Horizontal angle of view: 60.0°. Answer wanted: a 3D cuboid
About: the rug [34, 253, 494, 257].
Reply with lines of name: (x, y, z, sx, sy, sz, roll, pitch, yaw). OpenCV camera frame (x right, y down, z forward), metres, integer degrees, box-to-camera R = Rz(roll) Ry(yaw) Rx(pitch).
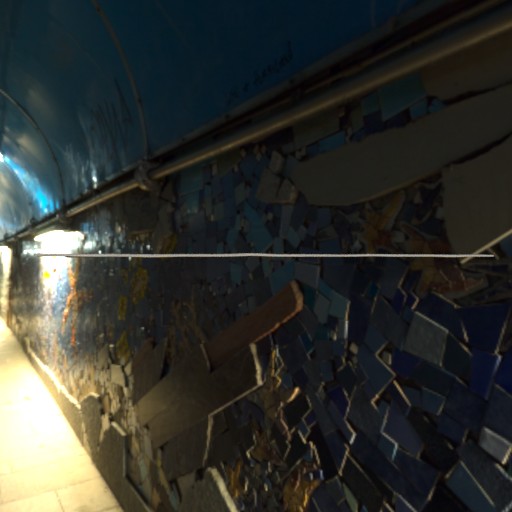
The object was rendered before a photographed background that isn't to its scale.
rug: (0.000, 0.000, 2.952, 2.444, 0.023, 1.531, 0, 0, -18)
